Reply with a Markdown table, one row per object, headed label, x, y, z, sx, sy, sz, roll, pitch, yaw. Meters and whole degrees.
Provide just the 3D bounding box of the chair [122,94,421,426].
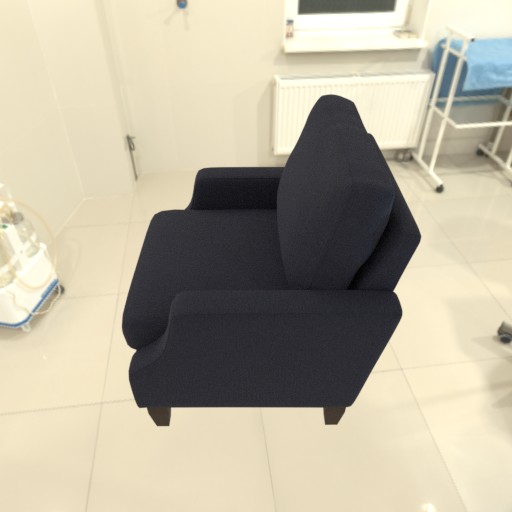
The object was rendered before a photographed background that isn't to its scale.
| label | x | y | z | sx | sy | sz | roll | pitch | yaw |
| --- | --- | --- | --- | --- | --- | --- | --- | --- | --- |
| chair | 0.000 | 0.000 | 1.638 | 0.897 | 0.991 | 0.855 | 0 | 40 | 0 |
